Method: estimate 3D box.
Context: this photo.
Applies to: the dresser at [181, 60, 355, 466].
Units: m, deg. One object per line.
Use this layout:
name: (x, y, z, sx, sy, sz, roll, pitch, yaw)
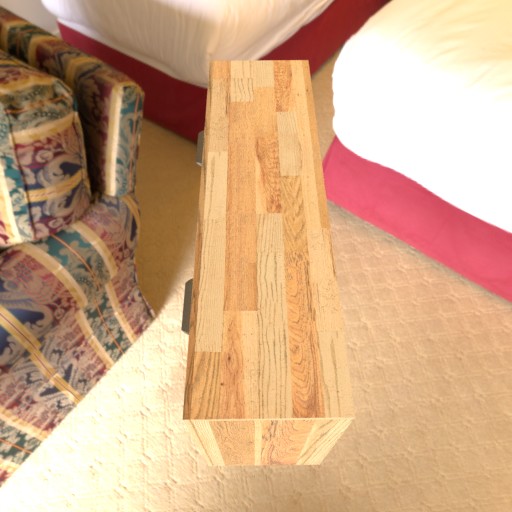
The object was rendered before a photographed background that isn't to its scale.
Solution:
dresser: (0.000, 0.000, 1.904, 0.487, 0.834, 1.547, -1, 56, 0)
